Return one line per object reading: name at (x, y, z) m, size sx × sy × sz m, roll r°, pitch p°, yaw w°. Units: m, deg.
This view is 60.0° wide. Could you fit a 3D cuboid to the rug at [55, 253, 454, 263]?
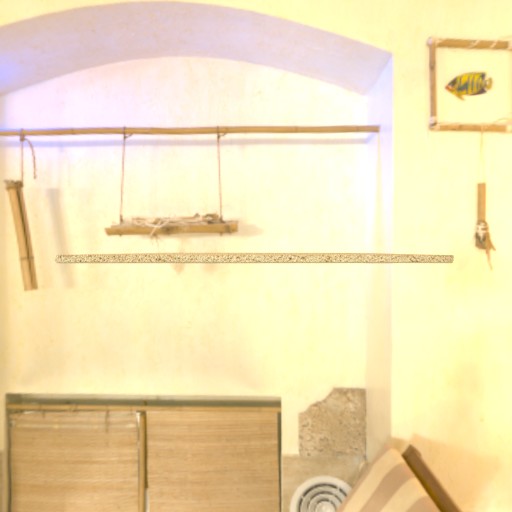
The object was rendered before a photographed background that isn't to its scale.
rug at (0.000, 0.000, 2.108) m, size 1.199 × 0.025 × 1.600 m, roll 0°, pitch 1°, yaw 0°
